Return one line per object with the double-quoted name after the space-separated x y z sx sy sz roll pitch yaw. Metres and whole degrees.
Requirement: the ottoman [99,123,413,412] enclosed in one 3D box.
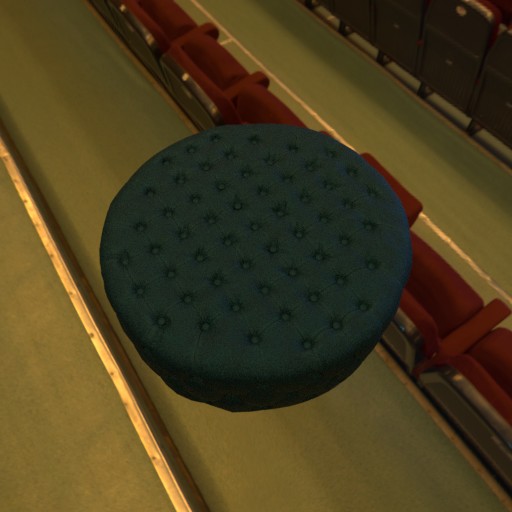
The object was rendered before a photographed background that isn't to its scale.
0.000 0.000 1.534 0.998 0.398 0.998 0 58 0 "ottoman"
